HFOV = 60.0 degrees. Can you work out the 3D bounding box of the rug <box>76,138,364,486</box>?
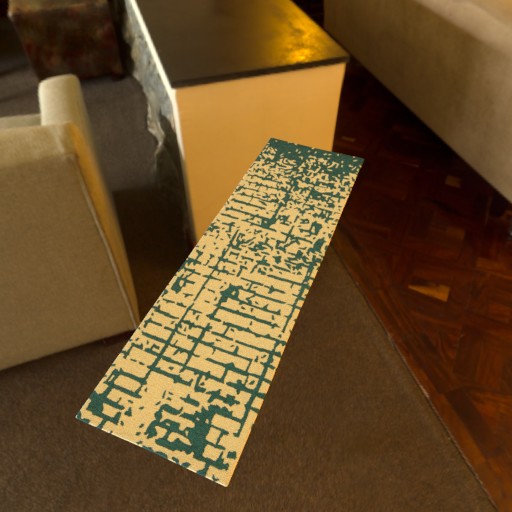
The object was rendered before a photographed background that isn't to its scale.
[{"bbox_3d":[0.000,0.000,2.652,0.750,0.011,2.435,17,50,15],"label":"rug"}]
